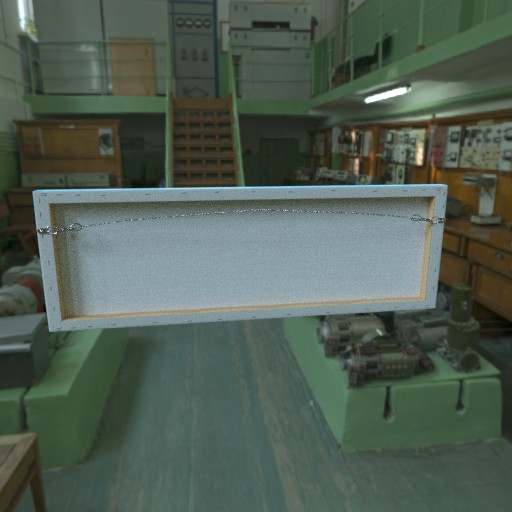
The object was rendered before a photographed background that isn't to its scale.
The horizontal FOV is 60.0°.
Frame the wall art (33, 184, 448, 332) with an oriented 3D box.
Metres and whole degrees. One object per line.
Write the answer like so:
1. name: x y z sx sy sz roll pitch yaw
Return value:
1. wall art: 0.000 0.000 0.832 0.759 0.254 0.044 -2 14 -9
